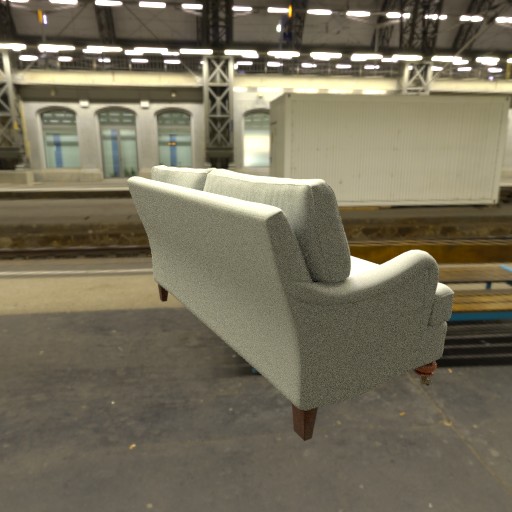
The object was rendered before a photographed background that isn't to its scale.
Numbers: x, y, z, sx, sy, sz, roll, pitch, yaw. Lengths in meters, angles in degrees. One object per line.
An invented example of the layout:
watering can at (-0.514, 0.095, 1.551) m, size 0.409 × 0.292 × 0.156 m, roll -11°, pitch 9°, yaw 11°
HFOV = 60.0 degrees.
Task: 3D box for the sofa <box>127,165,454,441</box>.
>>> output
sofa at (0.000, 0.000, 2.787) m, size 1.069 × 1.096 × 2.193 m, roll -7°, pitch 16°, yaw -28°
